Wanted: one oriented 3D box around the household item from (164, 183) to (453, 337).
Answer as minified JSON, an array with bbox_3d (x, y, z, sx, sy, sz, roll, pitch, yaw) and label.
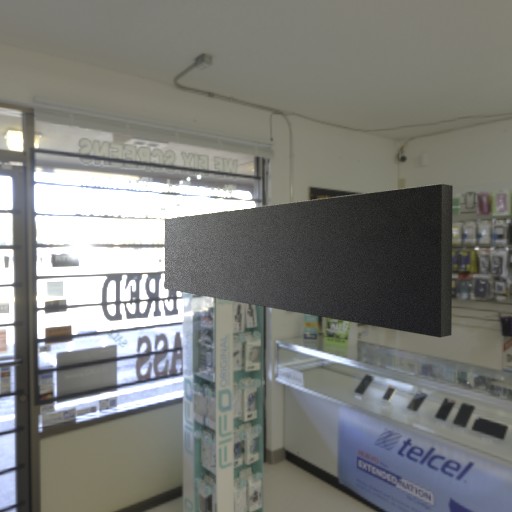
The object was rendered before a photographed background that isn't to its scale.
[{"bbox_3d":[0.000,0.000,1.090,0.030,0.236,1.001,-1,1,-36],"label":"household item"}]
